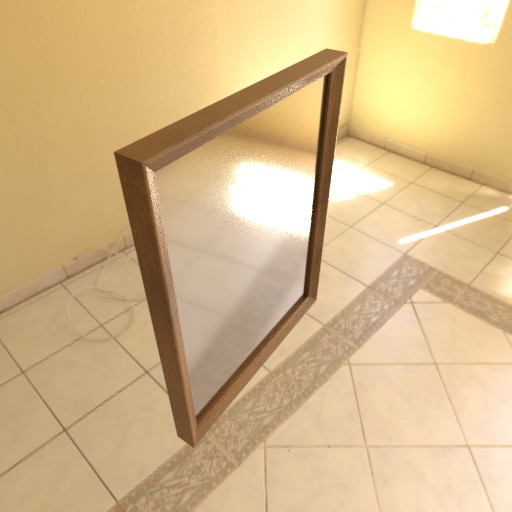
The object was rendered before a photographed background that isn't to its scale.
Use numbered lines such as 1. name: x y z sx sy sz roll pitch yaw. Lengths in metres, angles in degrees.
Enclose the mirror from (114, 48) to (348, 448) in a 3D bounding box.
1. mirror: 0.000 0.000 0.684 0.041 0.509 0.406 24 46 26
